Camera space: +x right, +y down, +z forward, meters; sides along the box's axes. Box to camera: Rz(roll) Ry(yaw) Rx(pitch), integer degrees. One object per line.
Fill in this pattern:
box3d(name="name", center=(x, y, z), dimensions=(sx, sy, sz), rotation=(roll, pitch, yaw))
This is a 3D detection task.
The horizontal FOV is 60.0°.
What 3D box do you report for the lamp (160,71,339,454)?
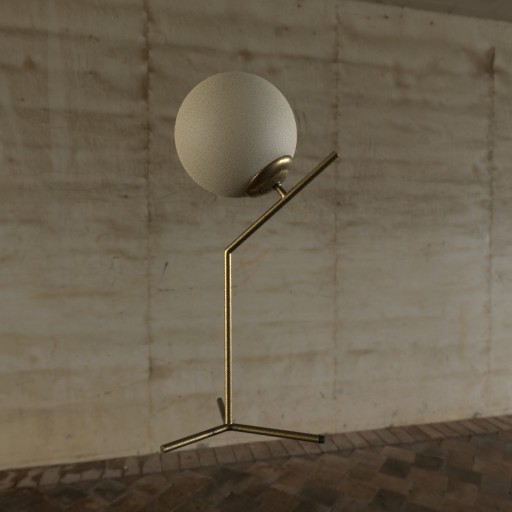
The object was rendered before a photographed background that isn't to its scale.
box3d(name="lamp", center=(0.000, 0.000, 0.677), dimensions=(0.251, 0.552, 0.210), rotation=(1, 2, 19))
